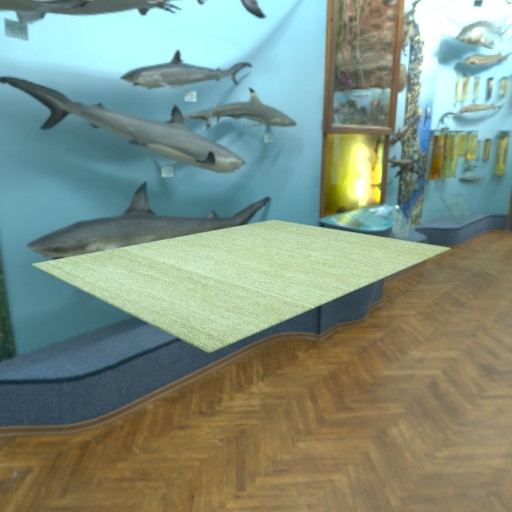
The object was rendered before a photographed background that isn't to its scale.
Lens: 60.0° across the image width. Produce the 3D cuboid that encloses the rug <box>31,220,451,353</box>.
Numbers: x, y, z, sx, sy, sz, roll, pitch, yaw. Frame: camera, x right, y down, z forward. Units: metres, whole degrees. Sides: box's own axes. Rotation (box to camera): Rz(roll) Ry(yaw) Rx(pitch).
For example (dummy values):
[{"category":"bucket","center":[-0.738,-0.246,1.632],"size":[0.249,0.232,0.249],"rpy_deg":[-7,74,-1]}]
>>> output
[{"category":"rug","center":[0.000,0.000,4.206],"size":[2.425,0.016,3.198],"rpy_deg":[14,20,42]}]
